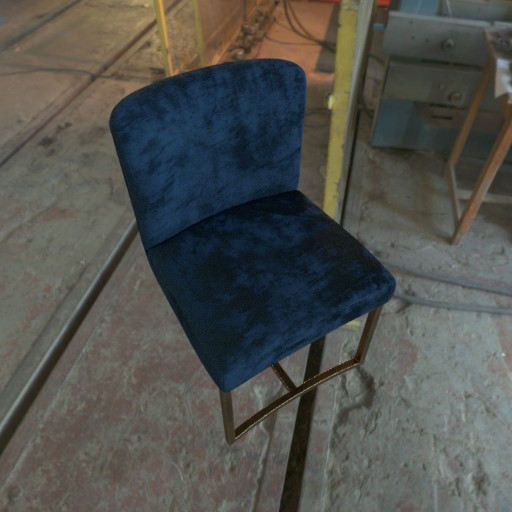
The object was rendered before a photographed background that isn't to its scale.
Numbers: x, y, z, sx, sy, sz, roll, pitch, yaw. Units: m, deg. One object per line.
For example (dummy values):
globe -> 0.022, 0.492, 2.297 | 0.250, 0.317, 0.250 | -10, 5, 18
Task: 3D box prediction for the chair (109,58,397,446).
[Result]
chair -> 0.000, 0.000, 1.189 | 0.530, 0.824, 0.560 | -24, 51, -21
